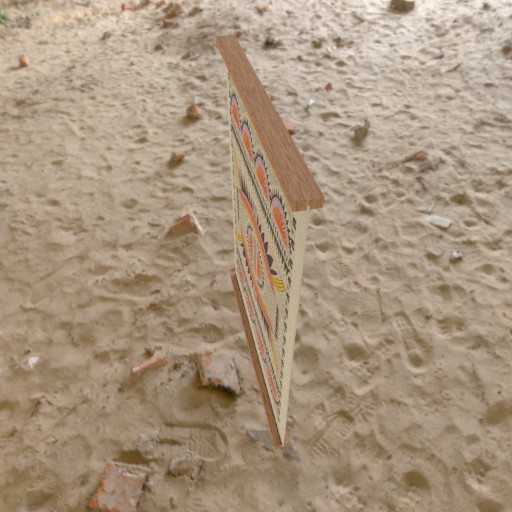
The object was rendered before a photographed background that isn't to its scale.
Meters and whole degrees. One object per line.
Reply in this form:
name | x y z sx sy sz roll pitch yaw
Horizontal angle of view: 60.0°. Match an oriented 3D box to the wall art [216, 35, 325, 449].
wall art | 0.000 0.000 0.701 0.028 0.527 0.403 -9 46 -9
